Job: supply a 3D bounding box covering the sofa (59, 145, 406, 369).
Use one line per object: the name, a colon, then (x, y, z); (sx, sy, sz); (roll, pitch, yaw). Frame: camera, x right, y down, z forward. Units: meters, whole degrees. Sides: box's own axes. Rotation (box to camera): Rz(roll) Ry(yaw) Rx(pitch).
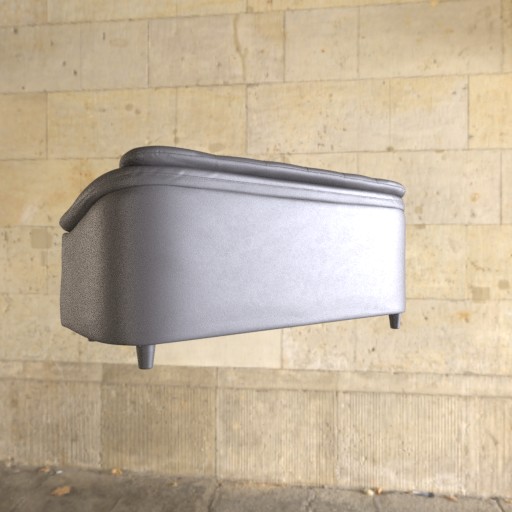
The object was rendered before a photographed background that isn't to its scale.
sofa: (0.000, 0.000, 2.298); (1.829, 0.811, 0.800); (0, 0, -36)
